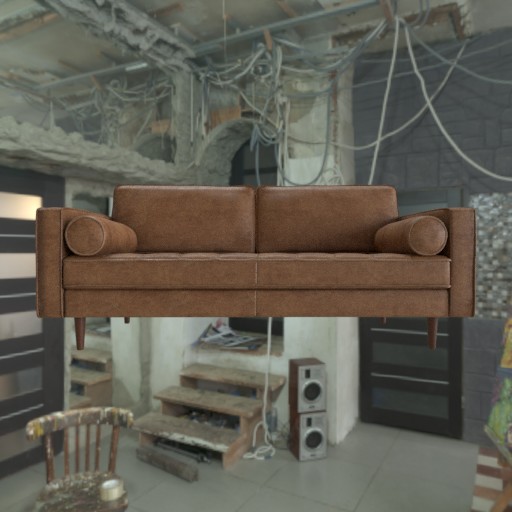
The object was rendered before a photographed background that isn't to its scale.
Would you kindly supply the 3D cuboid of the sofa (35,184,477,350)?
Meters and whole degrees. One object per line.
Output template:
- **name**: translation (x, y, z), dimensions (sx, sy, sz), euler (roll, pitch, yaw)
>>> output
- **sofa**: translation (0.000, 0.000, 2.338), dimensions (1.920, 0.825, 0.924), euler (0, 0, -1)
